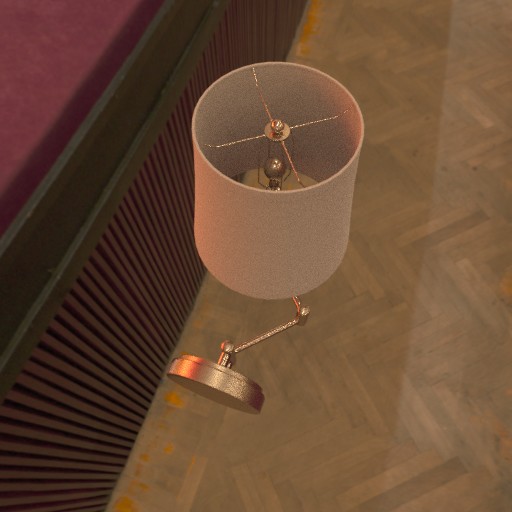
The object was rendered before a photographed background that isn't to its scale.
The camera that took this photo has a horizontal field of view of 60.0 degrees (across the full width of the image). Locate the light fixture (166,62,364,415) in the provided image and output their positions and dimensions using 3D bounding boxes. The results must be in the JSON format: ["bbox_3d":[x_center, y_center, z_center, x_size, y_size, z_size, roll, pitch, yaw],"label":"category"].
[{"bbox_3d":[0.000,0.000,0.597,0.223,0.381,0.348,19,65,9],"label":"light fixture"}]
